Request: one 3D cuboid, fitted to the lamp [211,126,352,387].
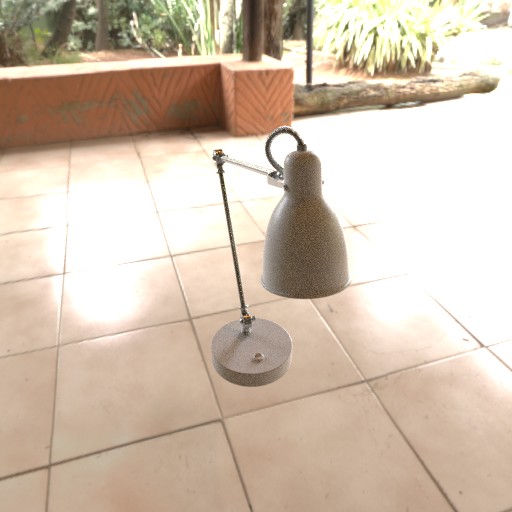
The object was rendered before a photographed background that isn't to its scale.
[{"bbox_3d":[0.000,0.000,0.858,0.187,0.587,0.561,-10,33,-16],"label":"lamp"}]
